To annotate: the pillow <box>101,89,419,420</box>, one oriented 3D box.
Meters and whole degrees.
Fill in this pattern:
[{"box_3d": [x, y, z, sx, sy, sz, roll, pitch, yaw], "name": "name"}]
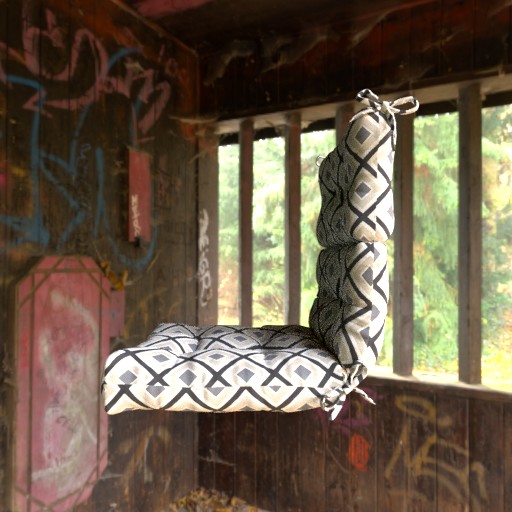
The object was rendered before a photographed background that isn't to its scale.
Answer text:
[{"box_3d": [0.000, 0.000, 1.011, 0.571, 0.605, 0.519, 0, -1, -1], "name": "pillow"}]
